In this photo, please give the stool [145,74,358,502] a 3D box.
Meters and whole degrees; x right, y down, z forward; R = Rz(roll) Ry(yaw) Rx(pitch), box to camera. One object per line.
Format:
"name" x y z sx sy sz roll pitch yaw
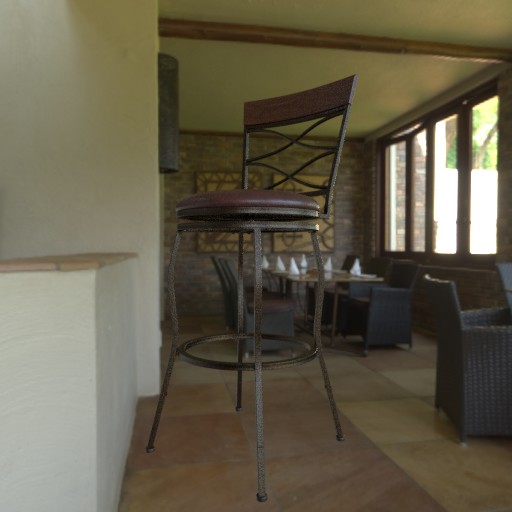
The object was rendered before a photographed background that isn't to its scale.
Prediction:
"stool" 0.000 0.000 1.346 0.448 1.130 0.513 1 2 37
